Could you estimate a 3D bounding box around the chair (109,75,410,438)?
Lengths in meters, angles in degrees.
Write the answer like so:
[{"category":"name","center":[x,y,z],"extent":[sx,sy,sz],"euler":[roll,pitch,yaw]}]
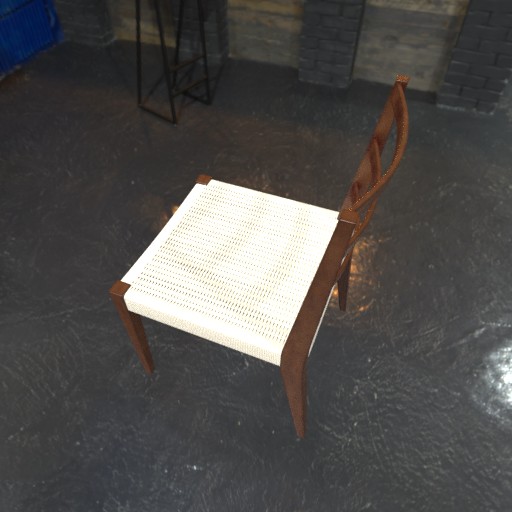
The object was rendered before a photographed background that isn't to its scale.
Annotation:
[{"category":"chair","center":[0.000,0.000,1.119],"extent":[0.551,0.813,0.480],"euler":[17,50,15]}]
